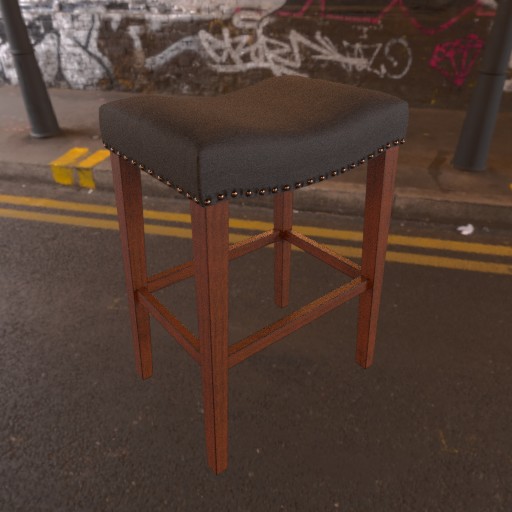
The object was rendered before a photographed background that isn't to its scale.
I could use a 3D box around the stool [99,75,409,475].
[{"bbox_3d":[0.000,0.000,0.863,0.439,0.612,0.320,-23,38,-32],"label":"stool"}]
